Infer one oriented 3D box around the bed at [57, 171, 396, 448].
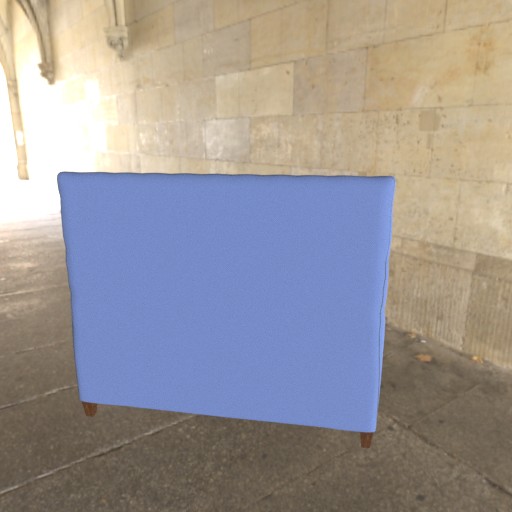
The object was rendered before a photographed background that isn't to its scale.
[{"bbox_3d":[0.000,0.000,3.418,1.706,1.427,2.387,3,15,10],"label":"bed"}]
